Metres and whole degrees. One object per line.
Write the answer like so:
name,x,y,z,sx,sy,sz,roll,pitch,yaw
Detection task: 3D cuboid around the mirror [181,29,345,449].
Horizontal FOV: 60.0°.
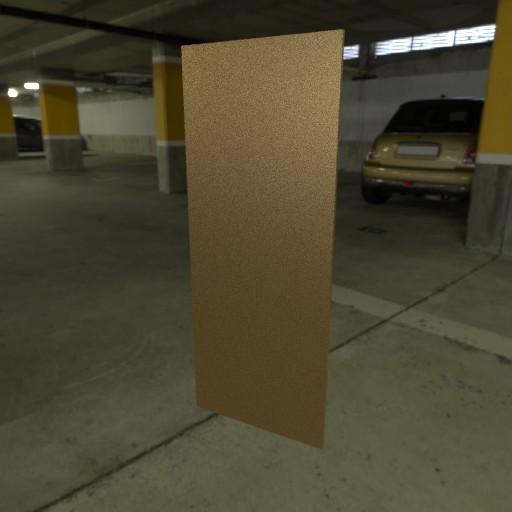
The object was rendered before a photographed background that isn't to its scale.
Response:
mirror,0.000,0.000,2.274,0.812,2.031,0.025,8,18,27
